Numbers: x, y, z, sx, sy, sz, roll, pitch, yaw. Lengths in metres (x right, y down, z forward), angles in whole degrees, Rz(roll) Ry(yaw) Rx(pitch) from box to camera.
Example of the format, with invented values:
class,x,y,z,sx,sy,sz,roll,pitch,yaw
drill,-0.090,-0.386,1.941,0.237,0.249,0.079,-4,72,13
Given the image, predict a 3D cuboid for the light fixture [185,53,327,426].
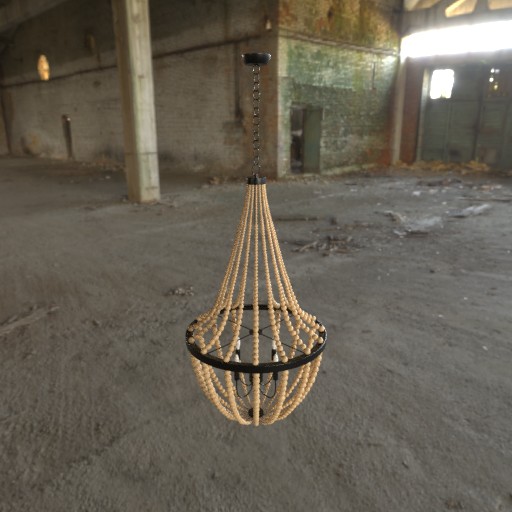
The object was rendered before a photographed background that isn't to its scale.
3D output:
class,x,y,z,sx,sy,sz,roll,pitch,yaw
light fixture,0.000,0.000,1.359,0.450,1.133,0.450,0,16,0
